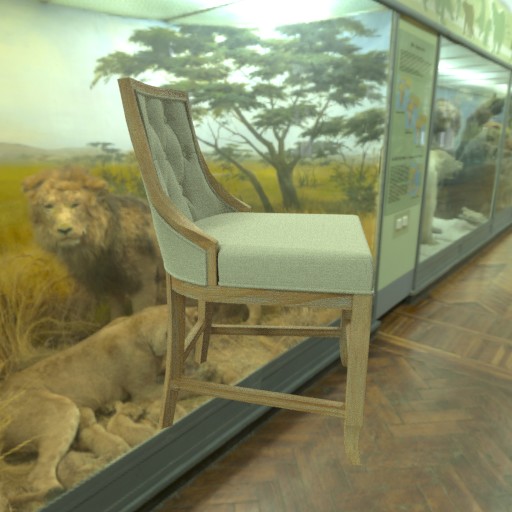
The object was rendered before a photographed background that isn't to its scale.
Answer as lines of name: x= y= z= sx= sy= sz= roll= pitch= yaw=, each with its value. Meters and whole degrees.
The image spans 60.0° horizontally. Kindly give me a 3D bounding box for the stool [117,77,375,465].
stool: x=0.000 y=0.000 z=1.291 sx=0.626 sy=0.938 sz=0.524 roll=2 pitch=16 yaw=9
